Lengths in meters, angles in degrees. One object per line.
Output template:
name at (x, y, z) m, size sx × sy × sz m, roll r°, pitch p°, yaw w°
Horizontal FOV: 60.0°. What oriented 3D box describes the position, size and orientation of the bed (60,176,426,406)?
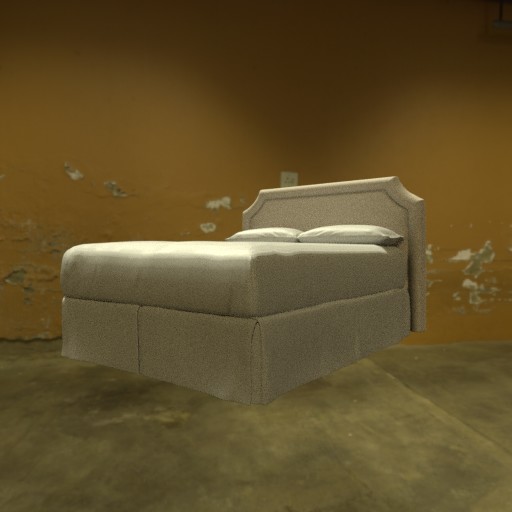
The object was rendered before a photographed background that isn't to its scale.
bed at (0.000, 0.000, 3.243) m, size 1.828 × 1.297 × 2.164 m, roll 1°, pitch 1°, yaw 37°
